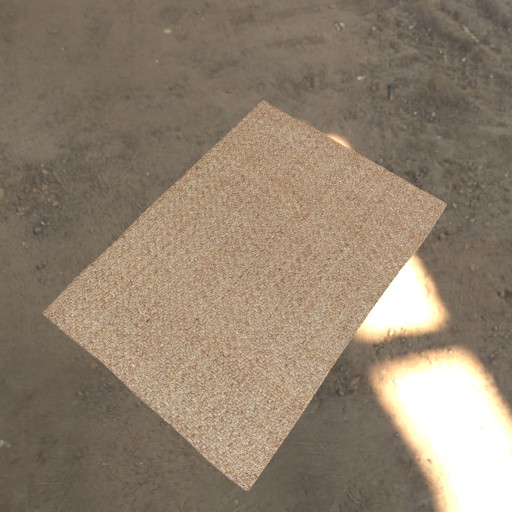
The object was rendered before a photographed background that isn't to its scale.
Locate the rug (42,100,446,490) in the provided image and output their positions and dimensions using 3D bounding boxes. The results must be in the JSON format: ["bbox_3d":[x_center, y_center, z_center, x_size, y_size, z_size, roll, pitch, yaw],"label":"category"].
[{"bbox_3d":[0.000,0.000,2.767,1.566,0.013,2.141,34,69,15],"label":"rug"}]
